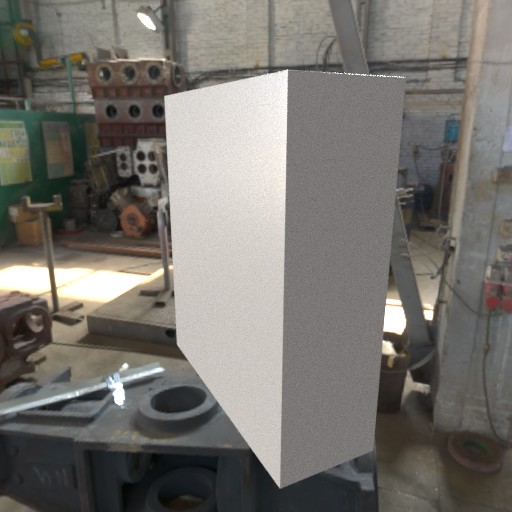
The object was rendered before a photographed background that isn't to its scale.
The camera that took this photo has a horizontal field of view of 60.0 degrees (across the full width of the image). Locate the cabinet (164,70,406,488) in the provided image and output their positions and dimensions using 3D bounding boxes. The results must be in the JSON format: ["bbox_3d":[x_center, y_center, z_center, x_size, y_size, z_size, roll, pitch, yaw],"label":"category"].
[{"bbox_3d":[0.000,0.000,1.627,0.348,1.150,0.990,-8,18,-26],"label":"cabinet"}]
